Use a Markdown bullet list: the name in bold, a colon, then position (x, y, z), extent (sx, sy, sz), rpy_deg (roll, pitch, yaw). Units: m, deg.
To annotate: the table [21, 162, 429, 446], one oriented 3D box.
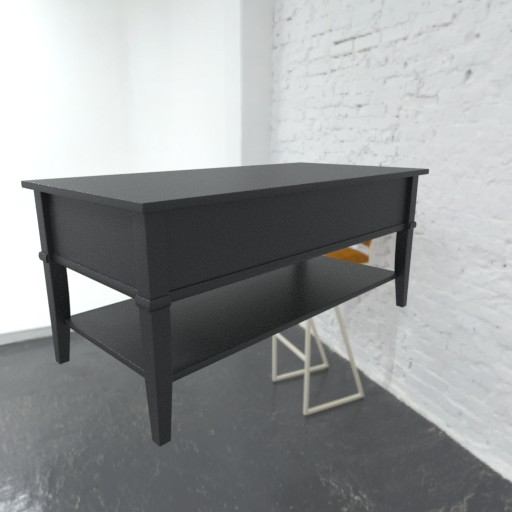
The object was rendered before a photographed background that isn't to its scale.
- **table**: position (0.000, 0.000, 1.285), extent (0.523, 0.470, 1.044), rpy_deg (14, 21, 42)
